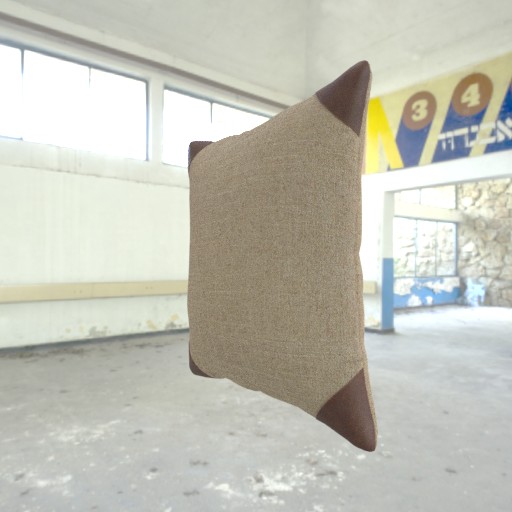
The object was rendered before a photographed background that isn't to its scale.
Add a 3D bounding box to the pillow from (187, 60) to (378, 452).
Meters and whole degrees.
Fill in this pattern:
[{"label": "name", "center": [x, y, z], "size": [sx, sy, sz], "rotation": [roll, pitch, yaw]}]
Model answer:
[{"label": "pillow", "center": [0.000, 0.000, 0.673], "size": [0.147, 0.448, 0.437], "rotation": [1, -1, -37]}]
